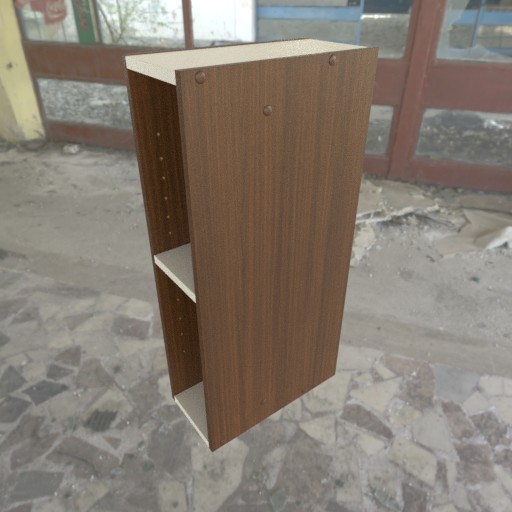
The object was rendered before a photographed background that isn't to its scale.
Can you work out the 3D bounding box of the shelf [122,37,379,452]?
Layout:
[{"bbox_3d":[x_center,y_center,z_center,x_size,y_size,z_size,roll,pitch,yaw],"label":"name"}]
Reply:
[{"bbox_3d":[0.000,0.000,0.708,0.290,0.600,0.147,-22,38,-30],"label":"shelf"}]
